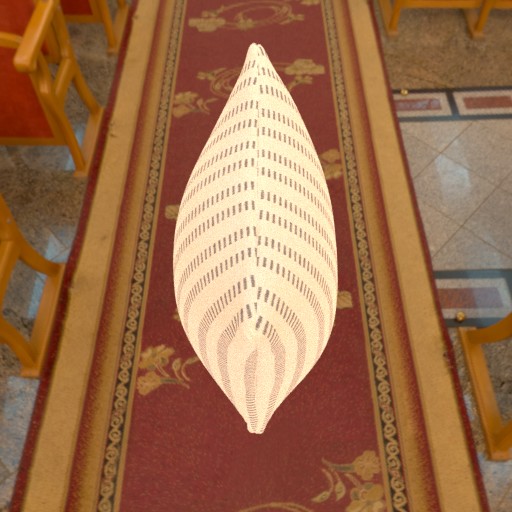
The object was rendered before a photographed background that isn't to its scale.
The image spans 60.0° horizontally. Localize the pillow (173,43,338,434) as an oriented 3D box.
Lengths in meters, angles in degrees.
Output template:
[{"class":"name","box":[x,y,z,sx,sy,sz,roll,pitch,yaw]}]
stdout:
[{"class":"pillow","box":[0.000,0.000,0.669,0.247,0.419,0.438,0,58,0]}]
